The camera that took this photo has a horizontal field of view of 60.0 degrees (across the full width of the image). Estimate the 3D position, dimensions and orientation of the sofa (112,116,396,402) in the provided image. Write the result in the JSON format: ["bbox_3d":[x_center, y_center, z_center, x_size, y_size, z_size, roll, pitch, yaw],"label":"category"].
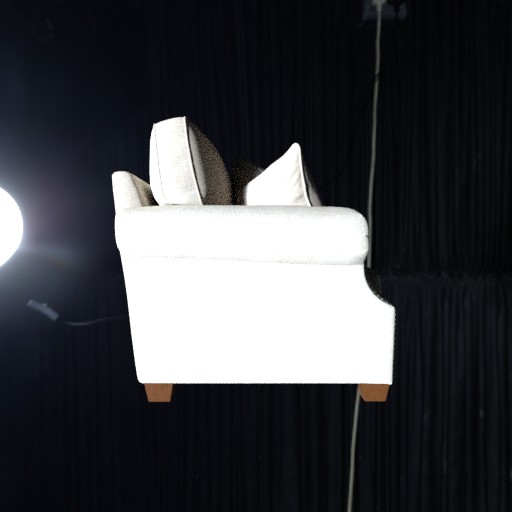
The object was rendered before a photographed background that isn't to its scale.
[{"bbox_3d":[0.000,0.000,2.246,0.966,0.966,1.701,0,1,0],"label":"sofa"}]
